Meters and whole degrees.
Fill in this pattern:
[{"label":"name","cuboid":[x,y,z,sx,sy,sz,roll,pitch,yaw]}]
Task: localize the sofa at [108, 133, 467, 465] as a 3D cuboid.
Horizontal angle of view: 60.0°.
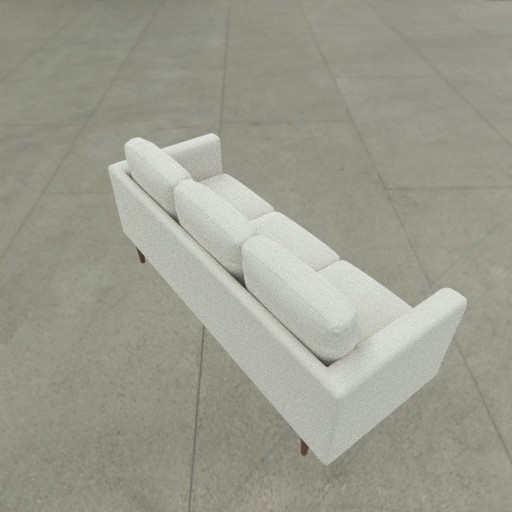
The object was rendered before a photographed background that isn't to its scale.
[{"label":"sofa","cuboid":[0.000,0.000,2.474,0.802,0.912,2.029,-26,47,-27]}]
